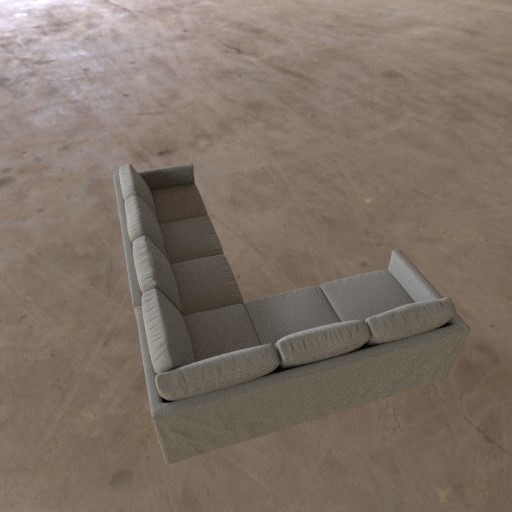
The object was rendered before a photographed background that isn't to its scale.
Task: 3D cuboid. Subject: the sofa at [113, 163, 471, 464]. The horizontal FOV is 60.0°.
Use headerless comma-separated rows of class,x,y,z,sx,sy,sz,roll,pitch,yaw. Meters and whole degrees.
sofa,0.000,0.000,4.385,2.432,0.871,3.182,-12,42,-13
